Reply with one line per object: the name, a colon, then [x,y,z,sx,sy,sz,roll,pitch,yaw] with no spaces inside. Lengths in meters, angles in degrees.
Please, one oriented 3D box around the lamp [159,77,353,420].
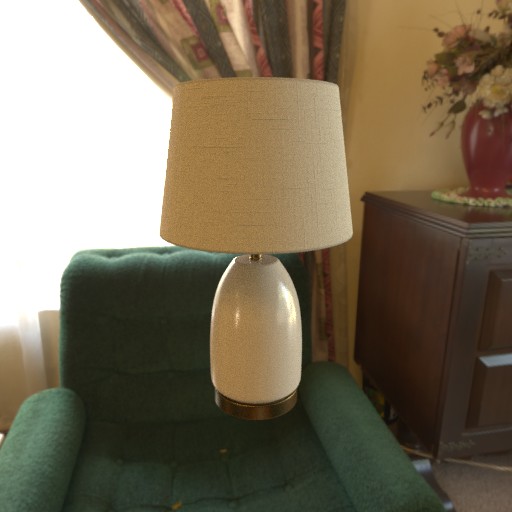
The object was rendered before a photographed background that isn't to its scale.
lamp: [0.000,0.000,0.678,0.285,0.483,0.285,0,15,0]
